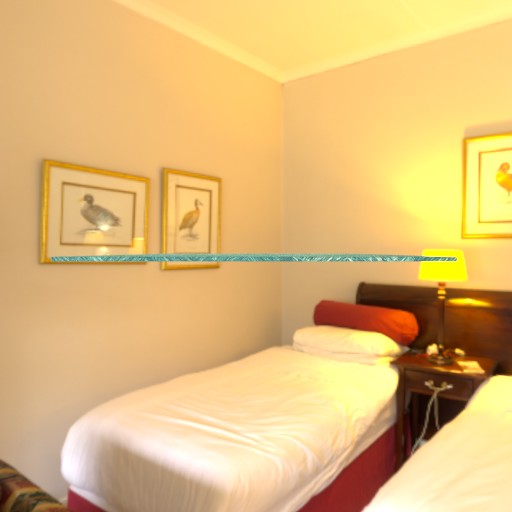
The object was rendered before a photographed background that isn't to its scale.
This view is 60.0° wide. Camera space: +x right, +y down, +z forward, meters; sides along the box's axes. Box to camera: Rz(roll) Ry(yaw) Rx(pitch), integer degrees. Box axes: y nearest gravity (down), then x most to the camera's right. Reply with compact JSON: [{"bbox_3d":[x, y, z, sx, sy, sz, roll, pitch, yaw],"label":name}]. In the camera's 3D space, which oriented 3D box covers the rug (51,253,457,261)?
[{"bbox_3d":[0.000,0.000,4.222,2.405,0.027,3.217,0,1,1],"label":"rug"}]
